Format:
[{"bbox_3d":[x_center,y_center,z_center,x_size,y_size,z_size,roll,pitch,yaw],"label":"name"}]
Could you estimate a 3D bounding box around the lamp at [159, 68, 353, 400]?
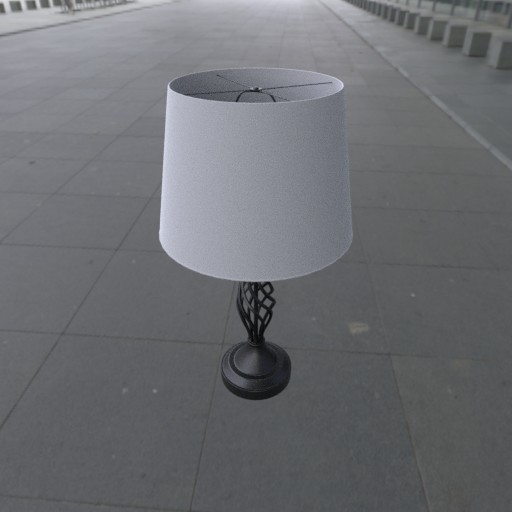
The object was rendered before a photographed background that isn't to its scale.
[{"bbox_3d":[0.000,0.000,0.801,0.331,0.594,0.331,0,32,0],"label":"lamp"}]
